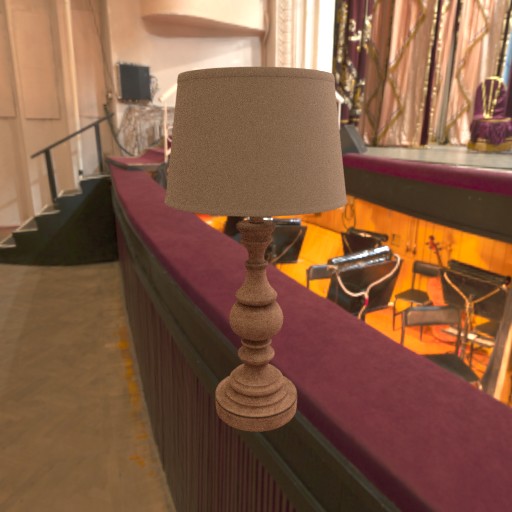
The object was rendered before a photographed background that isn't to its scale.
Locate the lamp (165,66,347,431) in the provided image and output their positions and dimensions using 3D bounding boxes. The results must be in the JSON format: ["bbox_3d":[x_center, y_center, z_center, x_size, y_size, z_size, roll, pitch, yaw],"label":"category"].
[{"bbox_3d":[0.000,0.000,0.871,0.340,0.678,0.340,0,16,0],"label":"lamp"}]
